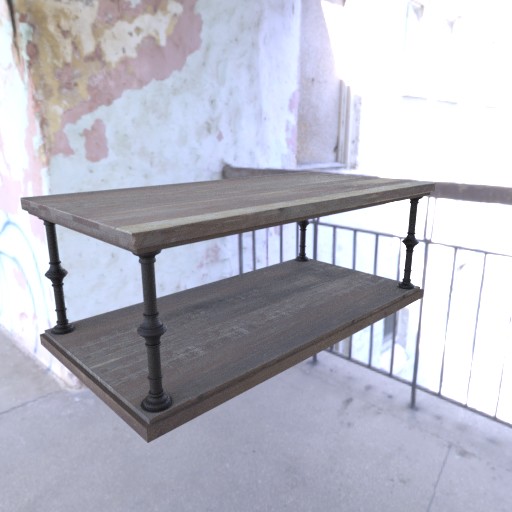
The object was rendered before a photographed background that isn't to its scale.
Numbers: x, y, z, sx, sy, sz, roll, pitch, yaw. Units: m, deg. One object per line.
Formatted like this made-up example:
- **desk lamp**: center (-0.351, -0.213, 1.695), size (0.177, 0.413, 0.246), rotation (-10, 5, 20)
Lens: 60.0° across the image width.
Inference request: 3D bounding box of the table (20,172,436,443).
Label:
- **table**: center (0.000, 0.000, 1.322), size (1.088, 0.399, 0.554), rotation (-14, 21, -42)
